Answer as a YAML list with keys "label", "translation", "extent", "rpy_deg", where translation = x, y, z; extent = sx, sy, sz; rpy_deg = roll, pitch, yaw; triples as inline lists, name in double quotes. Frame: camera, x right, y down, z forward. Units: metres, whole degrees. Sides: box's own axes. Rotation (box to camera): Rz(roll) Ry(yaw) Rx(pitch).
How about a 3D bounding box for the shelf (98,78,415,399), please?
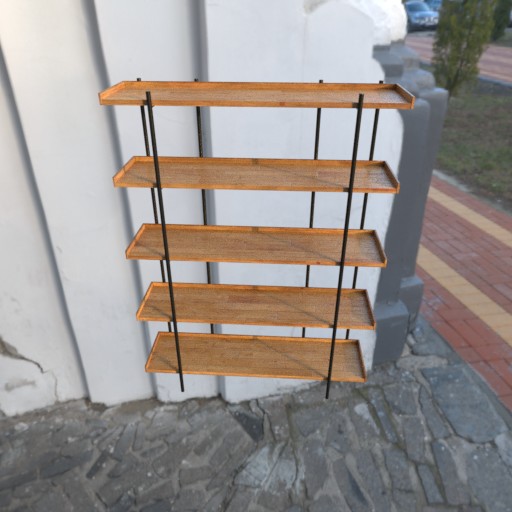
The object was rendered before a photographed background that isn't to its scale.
- label: "shelf"
  translation: [0.000, 0.000, 2.510]
  extent: [1.371, 1.826, 0.379]
  rpy_deg: [2, 30, 3]
